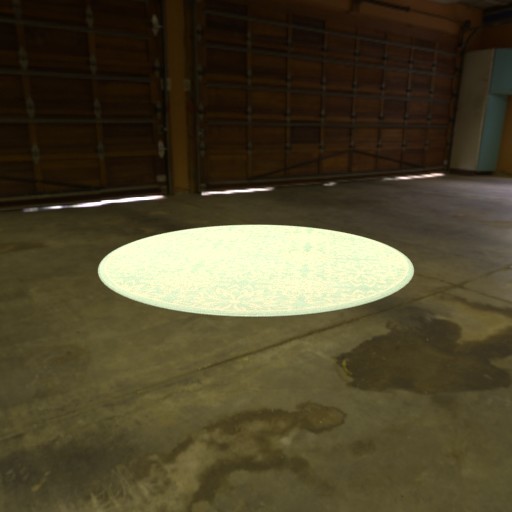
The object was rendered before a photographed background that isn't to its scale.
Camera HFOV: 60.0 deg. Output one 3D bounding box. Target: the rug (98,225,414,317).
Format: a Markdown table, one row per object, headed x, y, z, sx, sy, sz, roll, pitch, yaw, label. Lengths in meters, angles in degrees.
| x | y | z | sx | sy | sz | roll | pitch | yaw | label |
| --- | --- | --- | --- | --- | --- | --- | --- | --- | --- |
| 0.000 | 0.000 | 2.361 | 1.593 | 0.012 | 1.593 | 0 | 16 | 0 | rug |
